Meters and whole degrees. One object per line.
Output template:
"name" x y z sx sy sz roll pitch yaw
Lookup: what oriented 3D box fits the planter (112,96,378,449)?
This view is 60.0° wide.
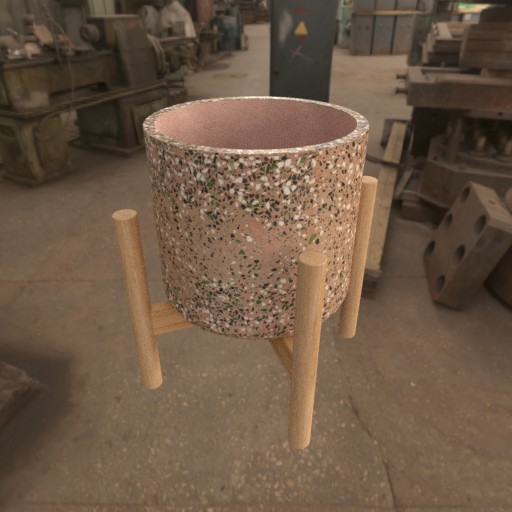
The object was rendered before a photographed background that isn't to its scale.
"planter" 0.000 0.000 0.527 0.284 0.320 0.284 1 31 2
